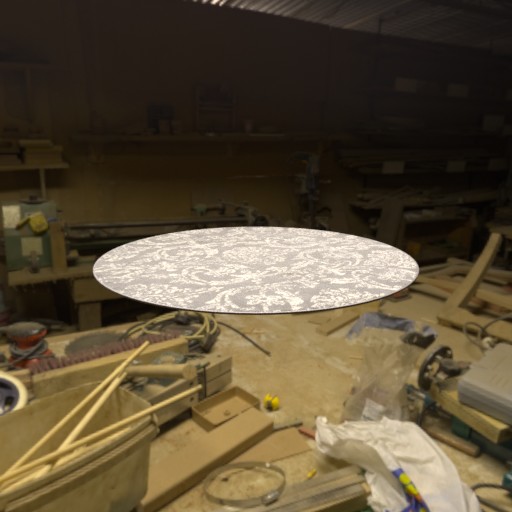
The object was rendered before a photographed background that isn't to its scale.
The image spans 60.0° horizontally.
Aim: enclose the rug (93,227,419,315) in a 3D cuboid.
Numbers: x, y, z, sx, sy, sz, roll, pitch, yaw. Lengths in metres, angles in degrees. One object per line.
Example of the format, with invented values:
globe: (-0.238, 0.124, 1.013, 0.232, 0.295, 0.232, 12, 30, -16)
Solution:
rug: (0.000, 0.000, 2.295, 1.593, 0.012, 1.593, 0, 14, 0)
